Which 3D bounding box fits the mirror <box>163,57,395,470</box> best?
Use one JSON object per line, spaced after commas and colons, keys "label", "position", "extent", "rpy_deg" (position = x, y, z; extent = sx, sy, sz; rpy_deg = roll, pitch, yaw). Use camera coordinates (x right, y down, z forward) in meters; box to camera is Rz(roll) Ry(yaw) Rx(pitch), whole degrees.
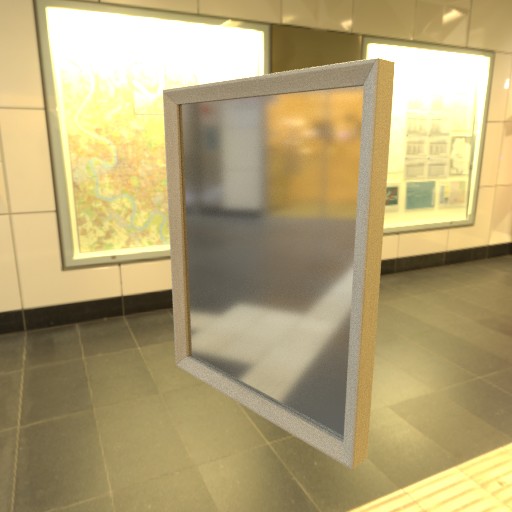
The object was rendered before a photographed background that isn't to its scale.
{"label": "mirror", "position": [0.000, 0.000, 0.679], "extent": [0.041, 0.509, 0.406], "rpy_deg": [-14, 20, -43]}
